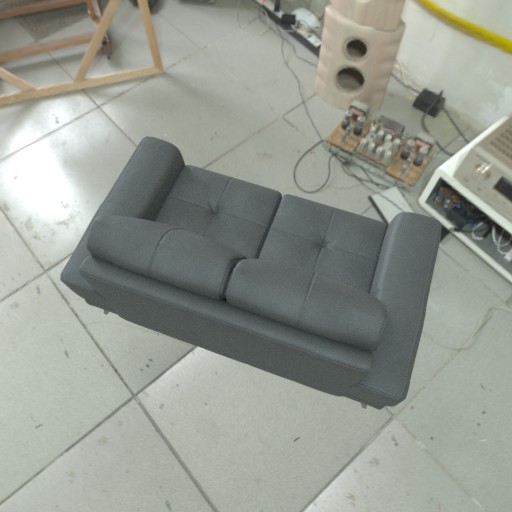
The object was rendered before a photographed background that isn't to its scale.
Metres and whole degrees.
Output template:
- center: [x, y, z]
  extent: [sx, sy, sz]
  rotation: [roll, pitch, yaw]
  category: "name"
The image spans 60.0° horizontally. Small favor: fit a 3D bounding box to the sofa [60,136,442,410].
- center: [0.000, 0.000, 2.373]
  extent: [1.806, 0.907, 1.018]
  rotation: [18, 64, 9]
  category: "sofa"
